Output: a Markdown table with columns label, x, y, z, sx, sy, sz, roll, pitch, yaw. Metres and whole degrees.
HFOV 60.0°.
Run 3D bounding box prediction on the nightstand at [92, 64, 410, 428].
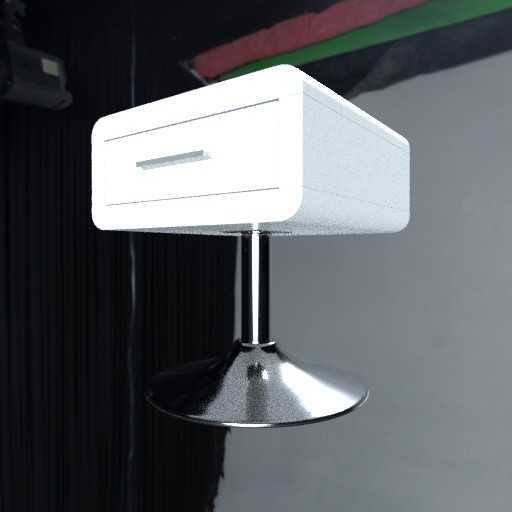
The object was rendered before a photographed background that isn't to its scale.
| label | x | y | z | sx | sy | sz | roll | pitch | yaw |
| --- | --- | --- | --- | --- | --- | --- | --- | --- | --- |
| nightstand | 0.000 | 0.000 | 0.763 | 0.399 | 0.447 | 0.404 | 0 | 1 | 36 |
